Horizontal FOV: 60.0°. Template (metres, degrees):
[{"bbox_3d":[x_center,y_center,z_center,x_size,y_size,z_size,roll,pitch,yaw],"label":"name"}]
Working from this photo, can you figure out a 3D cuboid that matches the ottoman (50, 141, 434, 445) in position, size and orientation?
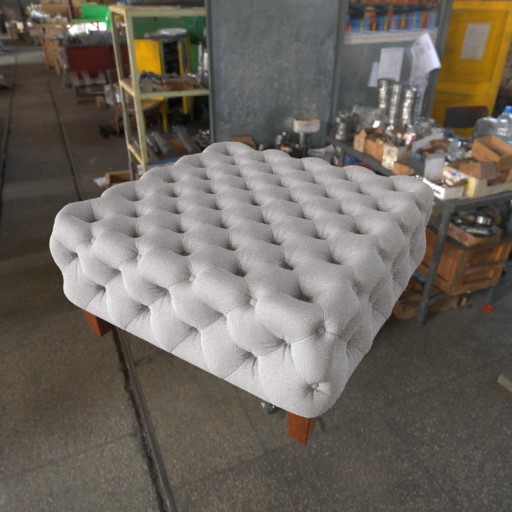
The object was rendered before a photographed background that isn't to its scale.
[{"bbox_3d":[0.000,0.000,1.209,0.764,0.365,0.758,18,36,27],"label":"ottoman"}]
